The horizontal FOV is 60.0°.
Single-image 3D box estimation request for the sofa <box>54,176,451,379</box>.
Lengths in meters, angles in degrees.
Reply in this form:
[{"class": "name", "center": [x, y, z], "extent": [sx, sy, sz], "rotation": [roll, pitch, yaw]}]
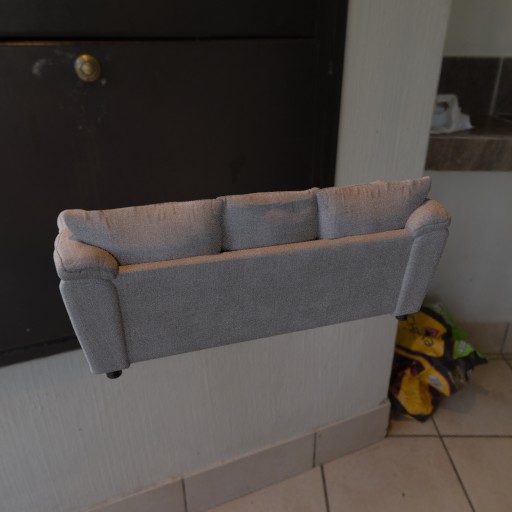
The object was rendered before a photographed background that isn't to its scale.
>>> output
[{"class": "sofa", "center": [0.000, 0.000, 2.859], "extent": [2.334, 0.996, 0.878], "rotation": [-8, 27, -16]}]
